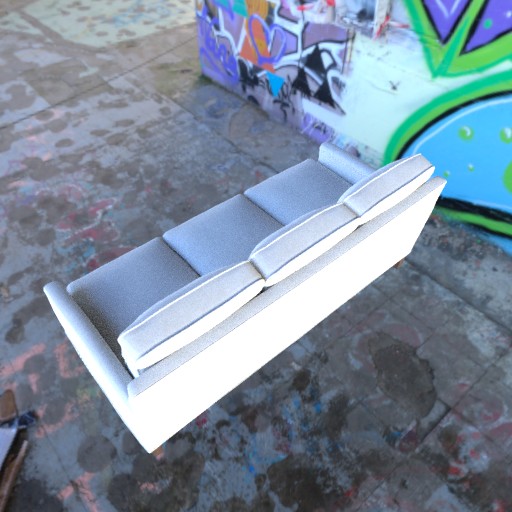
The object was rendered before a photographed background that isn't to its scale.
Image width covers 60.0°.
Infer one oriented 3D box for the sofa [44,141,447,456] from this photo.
[{"bbox_3d":[0.000,0.000,2.735,2.246,1.003,1.084,-32,54,-27],"label":"sofa"}]
